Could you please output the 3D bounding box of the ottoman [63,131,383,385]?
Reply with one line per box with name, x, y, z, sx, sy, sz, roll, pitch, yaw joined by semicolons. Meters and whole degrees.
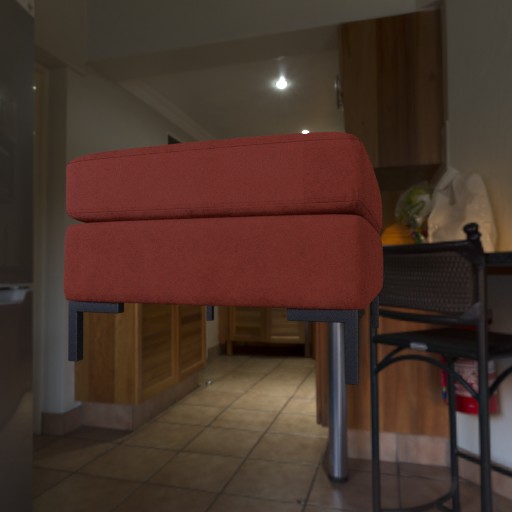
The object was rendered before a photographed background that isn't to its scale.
ottoman;0.000;0.000;1.211;0.650;0.462;0.782;0;-1;18
